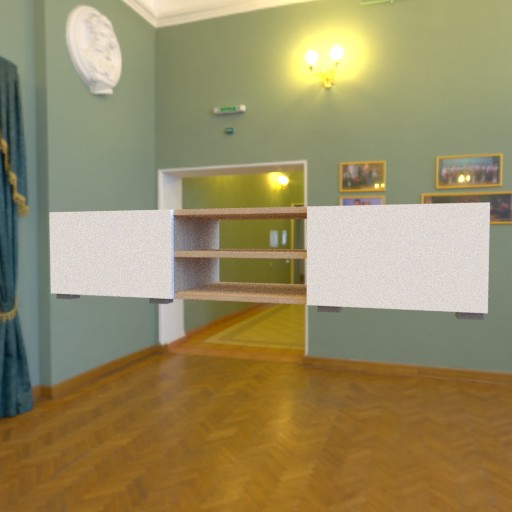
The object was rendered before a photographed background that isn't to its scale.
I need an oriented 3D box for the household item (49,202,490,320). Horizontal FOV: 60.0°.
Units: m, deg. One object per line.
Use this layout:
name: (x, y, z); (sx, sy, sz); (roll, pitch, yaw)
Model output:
household item: (0.000, 0.000, 1.558); (1.400, 0.310, 0.420); (1, 2, 18)
